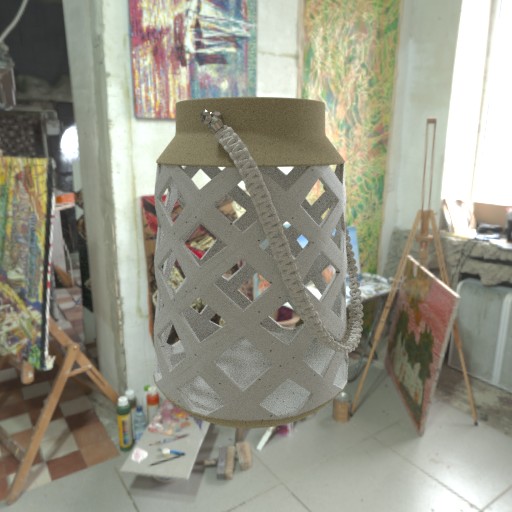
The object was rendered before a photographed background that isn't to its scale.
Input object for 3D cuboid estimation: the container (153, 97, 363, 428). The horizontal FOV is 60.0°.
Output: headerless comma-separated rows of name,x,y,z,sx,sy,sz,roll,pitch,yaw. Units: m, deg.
container,0.000,0.000,0.351,0.172,0.229,0.163,7,16,25
